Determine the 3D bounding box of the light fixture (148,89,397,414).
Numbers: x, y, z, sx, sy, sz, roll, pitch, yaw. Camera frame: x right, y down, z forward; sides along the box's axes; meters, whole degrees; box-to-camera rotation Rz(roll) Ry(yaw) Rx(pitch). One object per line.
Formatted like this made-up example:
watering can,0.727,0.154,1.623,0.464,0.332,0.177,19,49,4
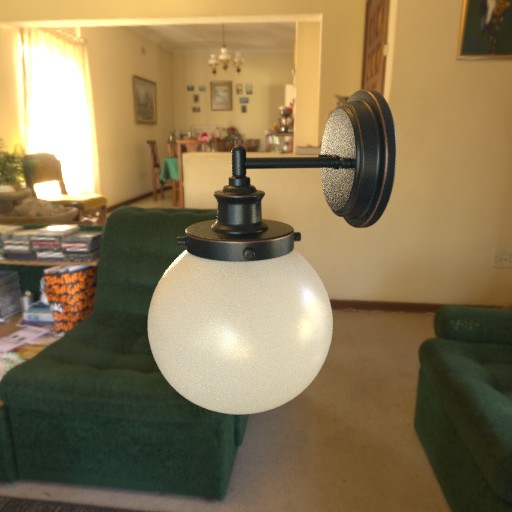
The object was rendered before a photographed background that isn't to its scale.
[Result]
light fixture,0.000,0.000,0.465,0.230,0.332,0.197,-3,16,-10
